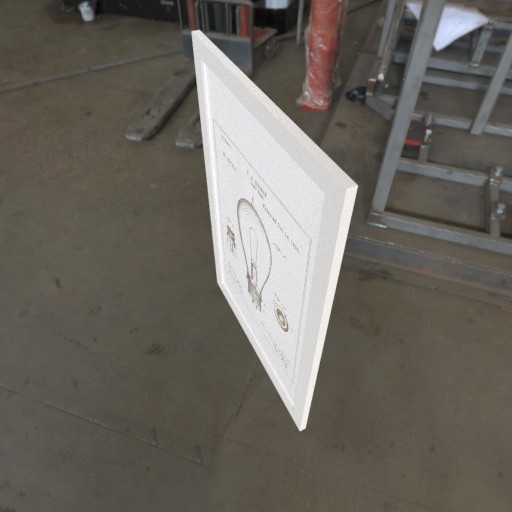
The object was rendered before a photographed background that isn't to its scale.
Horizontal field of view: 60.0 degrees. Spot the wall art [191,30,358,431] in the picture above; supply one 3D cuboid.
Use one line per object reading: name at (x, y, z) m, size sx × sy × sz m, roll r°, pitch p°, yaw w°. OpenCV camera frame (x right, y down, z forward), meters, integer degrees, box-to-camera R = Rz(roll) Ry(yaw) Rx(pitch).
wall art at (0.000, 0.000, 0.603) m, size 0.010 × 0.474 × 0.325 m, roll -20°, pitch 51°, yaw -17°
